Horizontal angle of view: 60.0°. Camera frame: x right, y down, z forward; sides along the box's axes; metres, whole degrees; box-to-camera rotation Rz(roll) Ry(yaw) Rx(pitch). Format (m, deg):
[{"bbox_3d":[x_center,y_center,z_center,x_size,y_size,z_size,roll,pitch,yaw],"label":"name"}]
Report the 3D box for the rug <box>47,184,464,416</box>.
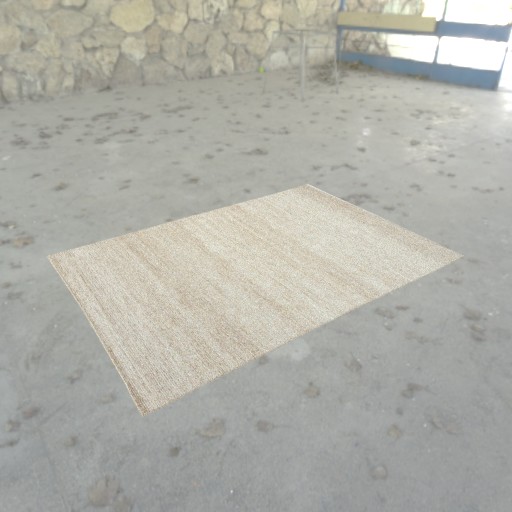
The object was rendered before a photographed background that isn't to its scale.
[{"bbox_3d":[0.000,0.000,2.949,2.283,0.030,1.596,-19,36,-30],"label":"rug"}]
